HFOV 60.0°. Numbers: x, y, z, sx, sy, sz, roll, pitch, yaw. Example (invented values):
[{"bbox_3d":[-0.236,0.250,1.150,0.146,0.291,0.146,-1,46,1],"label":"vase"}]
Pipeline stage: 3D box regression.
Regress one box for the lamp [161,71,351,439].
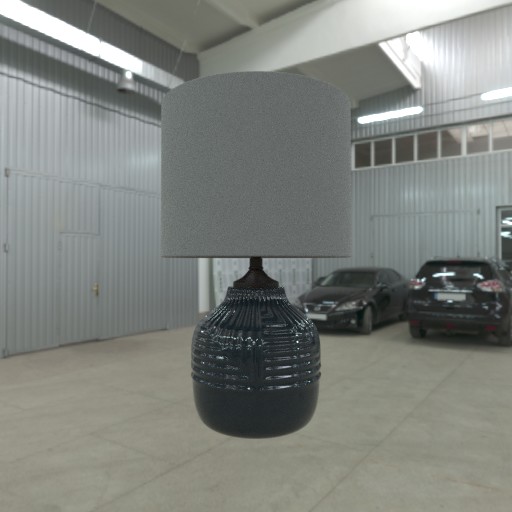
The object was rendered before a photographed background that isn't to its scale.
[{"bbox_3d":[0.000,0.000,0.757,0.318,0.567,0.318,0,-1,0],"label":"lamp"}]
